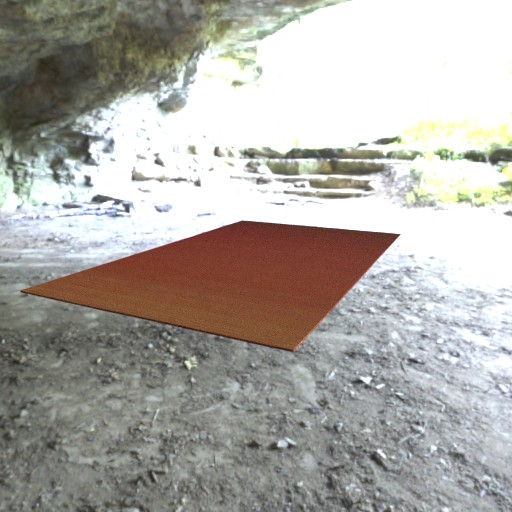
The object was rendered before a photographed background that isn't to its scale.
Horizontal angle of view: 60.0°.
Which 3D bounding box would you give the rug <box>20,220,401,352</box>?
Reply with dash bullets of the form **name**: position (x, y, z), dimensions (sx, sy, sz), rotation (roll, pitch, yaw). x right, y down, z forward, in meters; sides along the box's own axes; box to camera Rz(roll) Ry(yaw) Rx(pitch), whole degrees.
- **rug**: position (0.000, 0.000, 3.026), dimensions (1.531, 0.010, 2.442), rotation (7, 16, 26)
